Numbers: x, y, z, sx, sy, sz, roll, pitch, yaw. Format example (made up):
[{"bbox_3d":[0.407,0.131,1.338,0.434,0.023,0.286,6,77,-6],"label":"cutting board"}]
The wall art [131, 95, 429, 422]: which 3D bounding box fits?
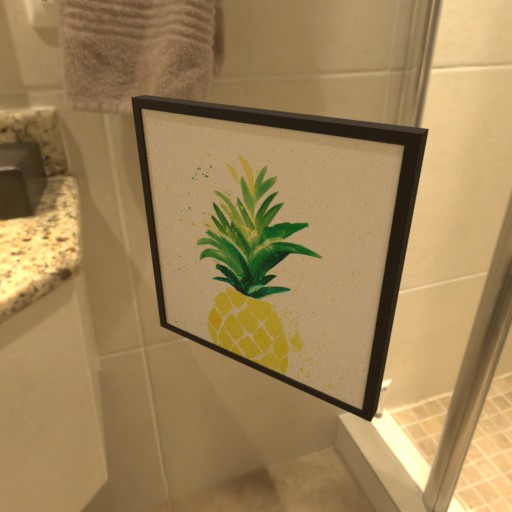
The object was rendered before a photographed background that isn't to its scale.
[{"bbox_3d":[0.000,0.000,0.800,0.508,0.507,0.033,17,33,29],"label":"wall art"}]
